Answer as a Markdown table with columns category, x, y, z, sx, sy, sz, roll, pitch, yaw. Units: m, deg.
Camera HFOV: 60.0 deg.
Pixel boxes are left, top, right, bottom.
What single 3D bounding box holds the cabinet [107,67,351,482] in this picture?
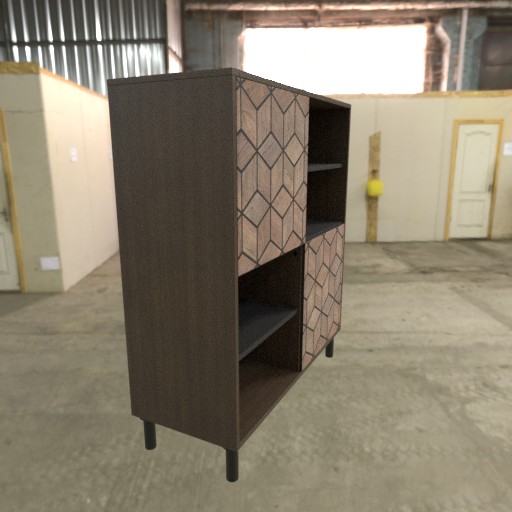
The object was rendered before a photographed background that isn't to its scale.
| category | x | y | z | sx | sy | sz | roll | pitch | yaw |
| --- | --- | --- | --- | --- | --- | --- | --- | --- | --- |
| cabinet | 0.000 | 0.000 | 1.700 | 0.400 | 1.170 | 1.010 | 7 | 15 | 27 |
